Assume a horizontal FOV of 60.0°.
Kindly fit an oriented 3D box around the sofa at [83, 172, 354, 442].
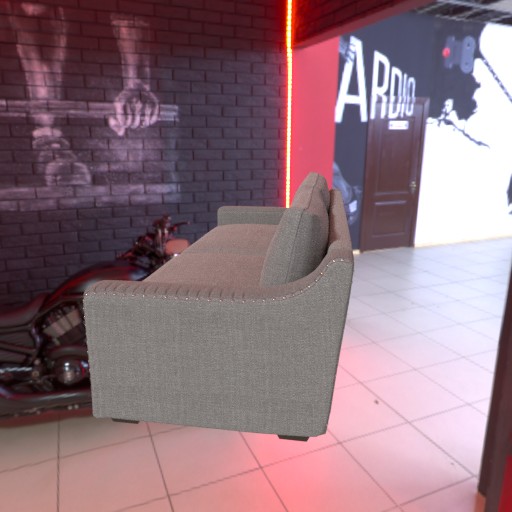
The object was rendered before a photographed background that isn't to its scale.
[{"bbox_3d":[0.000,0.000,2.603,1.000,0.857,2.208,2,15,9],"label":"sofa"}]
